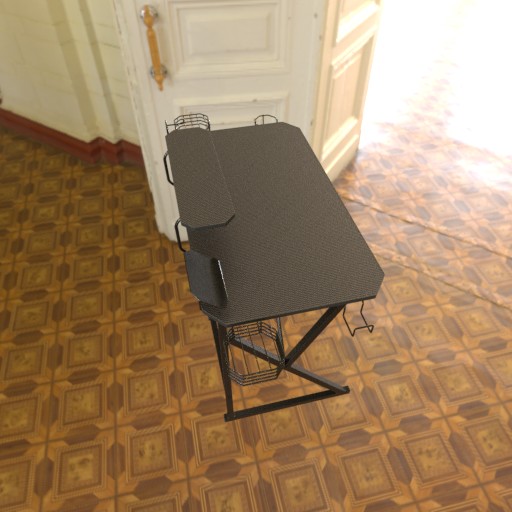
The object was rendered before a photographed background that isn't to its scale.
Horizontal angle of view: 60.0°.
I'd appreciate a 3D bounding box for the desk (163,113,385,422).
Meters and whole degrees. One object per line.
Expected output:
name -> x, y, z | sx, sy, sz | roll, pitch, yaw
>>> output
desk -> 0.000, 0.000, 1.748 | 0.580, 0.880, 1.290 | -10, 47, -9
